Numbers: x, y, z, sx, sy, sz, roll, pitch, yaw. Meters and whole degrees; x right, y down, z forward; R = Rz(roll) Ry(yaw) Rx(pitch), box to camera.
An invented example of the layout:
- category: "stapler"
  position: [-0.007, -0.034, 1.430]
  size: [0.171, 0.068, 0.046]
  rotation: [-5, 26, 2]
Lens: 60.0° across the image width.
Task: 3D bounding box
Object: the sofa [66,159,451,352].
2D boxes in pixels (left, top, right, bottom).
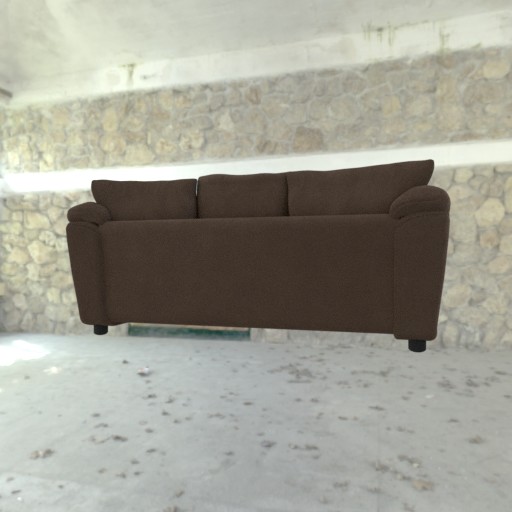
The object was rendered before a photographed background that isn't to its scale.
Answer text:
- category: "sofa"
  position: [0.000, 0.000, 2.870]
  size: [2.336, 1.015, 0.878]
  rotation: [0, -1, 16]
